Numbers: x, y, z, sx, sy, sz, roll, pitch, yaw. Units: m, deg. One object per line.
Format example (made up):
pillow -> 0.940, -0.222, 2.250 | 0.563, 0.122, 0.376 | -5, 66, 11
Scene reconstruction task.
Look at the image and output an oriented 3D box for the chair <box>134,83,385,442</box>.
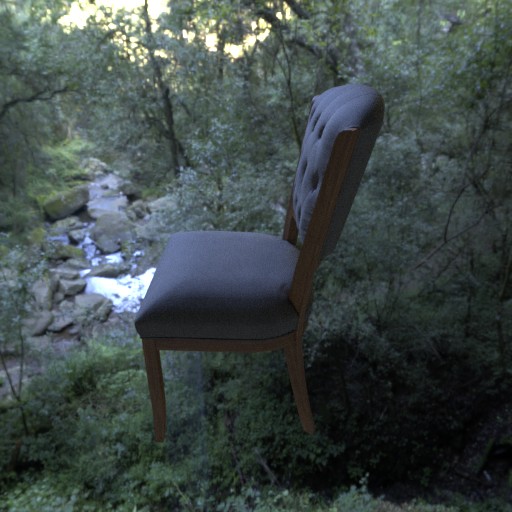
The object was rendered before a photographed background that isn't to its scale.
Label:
chair -> 0.000, 0.000, 1.254 | 0.584, 0.905, 0.513 | 0, 27, 0
